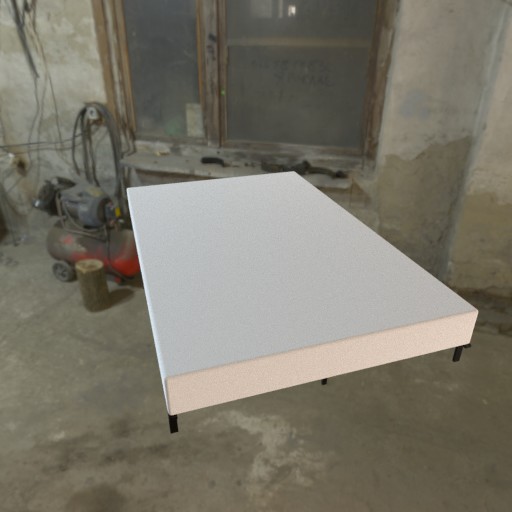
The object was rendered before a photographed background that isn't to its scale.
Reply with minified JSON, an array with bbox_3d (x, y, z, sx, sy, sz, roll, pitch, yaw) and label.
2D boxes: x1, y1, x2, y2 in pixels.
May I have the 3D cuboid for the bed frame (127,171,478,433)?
[{"bbox_3d":[0.000,0.000,3.793,1.930,0.440,2.987,-9,29,-16],"label":"bed frame"}]
